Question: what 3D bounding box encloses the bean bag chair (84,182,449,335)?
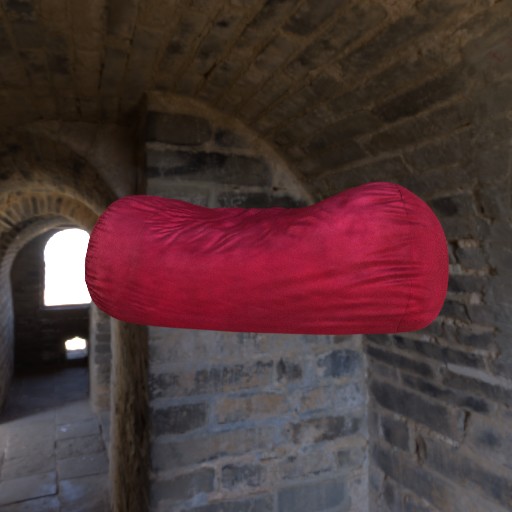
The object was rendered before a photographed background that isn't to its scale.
[{"bbox_3d":[0.000,0.000,2.879,2.293,0.867,1.216,0,0,19],"label":"bean bag chair"}]
